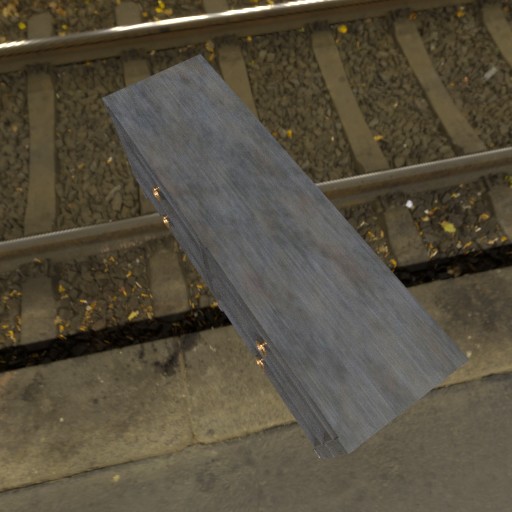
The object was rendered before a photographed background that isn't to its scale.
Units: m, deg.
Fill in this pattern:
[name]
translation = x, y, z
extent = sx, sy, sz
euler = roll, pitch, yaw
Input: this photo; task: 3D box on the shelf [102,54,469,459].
[shelf]
translation = 0.000, 0.000, 1.873
extent = 0.479, 0.719, 1.575
euler = -31, 68, -14
